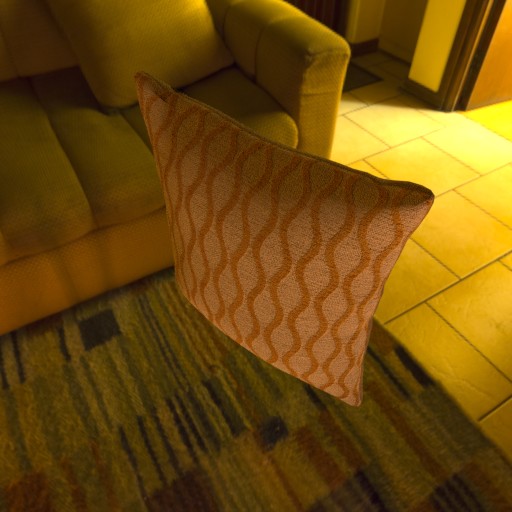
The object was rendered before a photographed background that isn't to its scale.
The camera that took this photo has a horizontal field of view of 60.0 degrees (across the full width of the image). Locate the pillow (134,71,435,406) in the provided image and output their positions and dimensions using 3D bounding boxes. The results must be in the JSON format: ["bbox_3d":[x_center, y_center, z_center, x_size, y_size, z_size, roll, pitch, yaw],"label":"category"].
[{"bbox_3d":[0.000,0.000,0.655,0.429,0.436,0.159,30,54,25],"label":"pillow"}]
